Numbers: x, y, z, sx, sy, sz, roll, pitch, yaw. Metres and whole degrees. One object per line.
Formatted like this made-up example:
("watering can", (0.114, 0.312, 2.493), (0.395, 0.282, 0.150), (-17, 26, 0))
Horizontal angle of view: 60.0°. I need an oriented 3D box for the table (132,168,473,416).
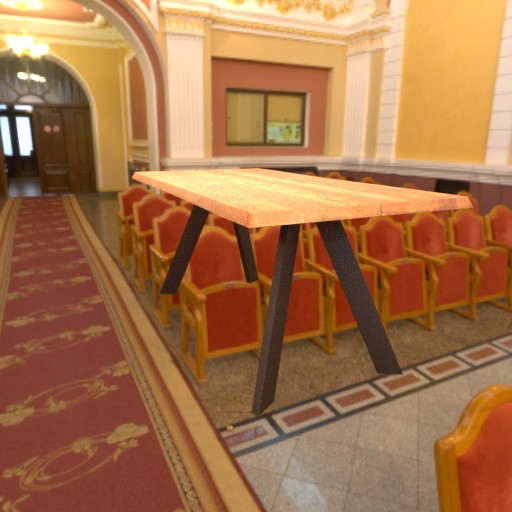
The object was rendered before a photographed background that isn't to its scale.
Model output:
("table", (0.000, 0.000, 2.300), (0.900, 0.770, 1.800), (-7, 16, -24))
